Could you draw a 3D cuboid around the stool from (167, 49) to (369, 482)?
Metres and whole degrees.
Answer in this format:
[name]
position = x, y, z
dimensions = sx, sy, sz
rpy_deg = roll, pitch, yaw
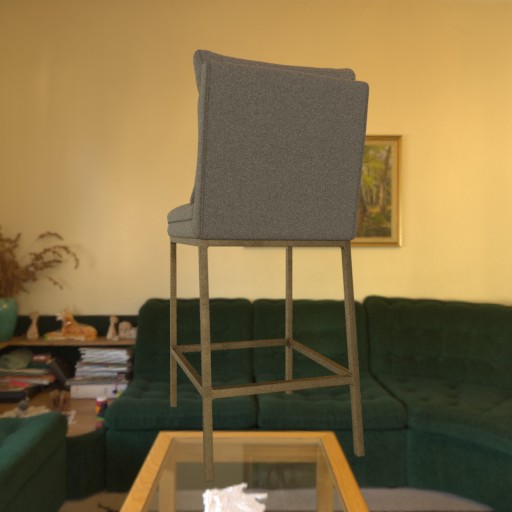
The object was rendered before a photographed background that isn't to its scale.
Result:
[stool]
position = 0.000, 0.000, 1.328
dimensions = 0.463, 1.030, 0.569
rpy_deg = 0, 1, -18
